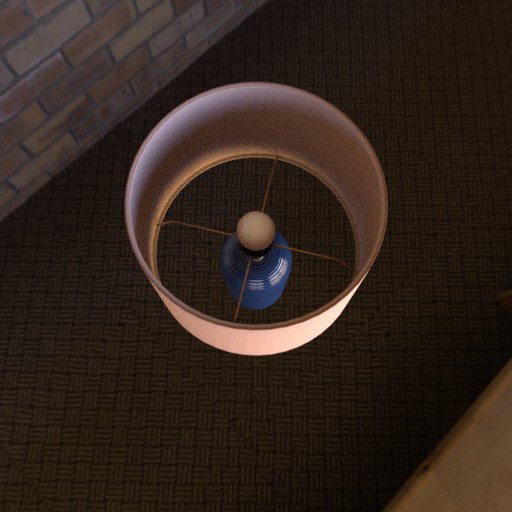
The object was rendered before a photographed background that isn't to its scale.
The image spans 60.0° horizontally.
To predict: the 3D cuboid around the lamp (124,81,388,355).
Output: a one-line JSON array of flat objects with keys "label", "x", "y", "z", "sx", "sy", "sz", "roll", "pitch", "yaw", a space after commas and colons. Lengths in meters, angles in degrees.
[{"label": "lamp", "x": 0.000, "y": 0.000, "z": 0.834, "sx": 0.367, "sy": 0.609, "sz": 0.367, "roll": 0, "pitch": 76, "yaw": 0}]
